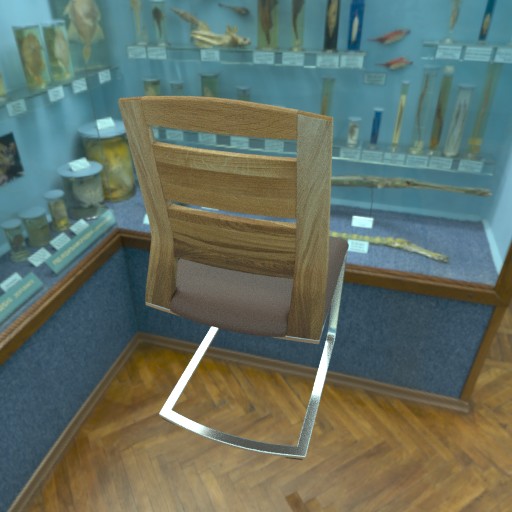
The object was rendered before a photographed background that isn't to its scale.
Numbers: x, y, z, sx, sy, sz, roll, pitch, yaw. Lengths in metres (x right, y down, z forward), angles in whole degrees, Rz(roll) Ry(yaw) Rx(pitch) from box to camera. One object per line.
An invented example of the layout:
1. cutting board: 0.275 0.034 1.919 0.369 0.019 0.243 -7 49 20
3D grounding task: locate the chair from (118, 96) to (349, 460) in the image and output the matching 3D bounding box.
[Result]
1. chair: 0.000 0.000 1.240 0.460 0.970 0.570 10 35 15
